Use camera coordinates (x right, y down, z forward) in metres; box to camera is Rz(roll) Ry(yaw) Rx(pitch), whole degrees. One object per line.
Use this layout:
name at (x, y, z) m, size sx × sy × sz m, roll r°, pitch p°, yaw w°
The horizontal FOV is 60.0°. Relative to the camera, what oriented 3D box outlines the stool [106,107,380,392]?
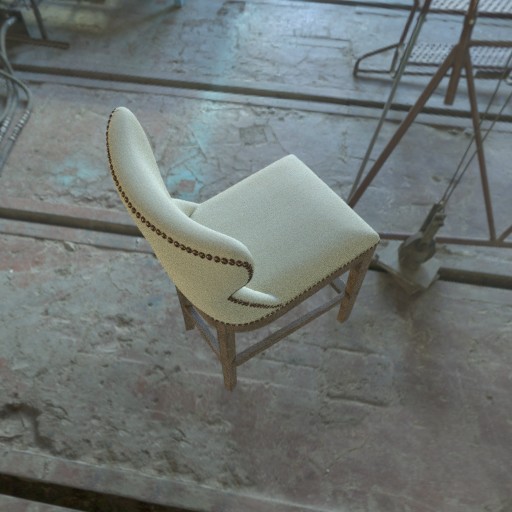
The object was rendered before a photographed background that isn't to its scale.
stool at (0.000, 0.000, 1.327) m, size 0.608 × 0.981 × 0.498 m, roll -31°, pitch 63°, yaw -18°
